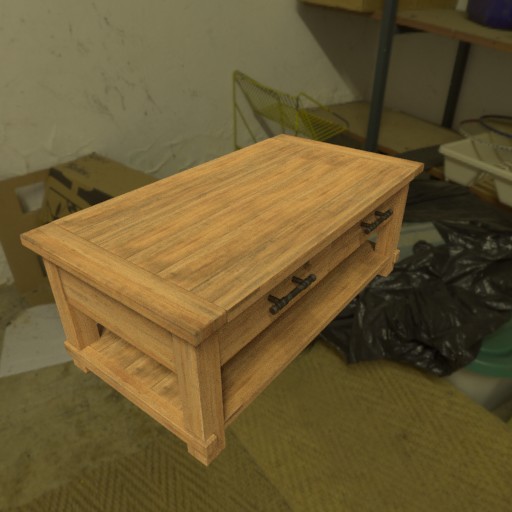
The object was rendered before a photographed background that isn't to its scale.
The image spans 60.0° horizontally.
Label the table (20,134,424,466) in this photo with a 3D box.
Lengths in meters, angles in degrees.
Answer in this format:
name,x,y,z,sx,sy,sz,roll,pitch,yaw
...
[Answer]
name,x,y,z,sx,sy,sz,roll,pitch,yaw
table,0.000,0.000,1.604,0.693,0.494,1.270,22,37,32
